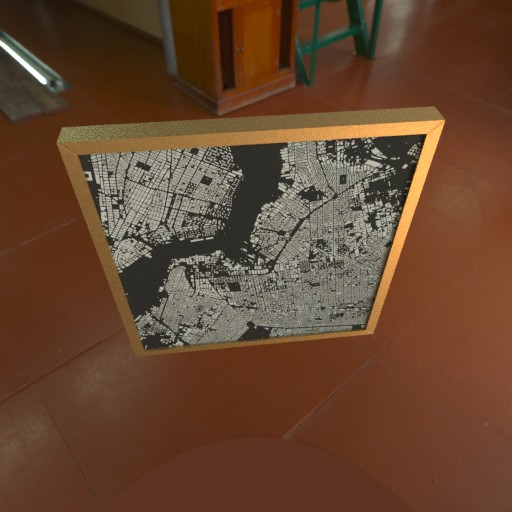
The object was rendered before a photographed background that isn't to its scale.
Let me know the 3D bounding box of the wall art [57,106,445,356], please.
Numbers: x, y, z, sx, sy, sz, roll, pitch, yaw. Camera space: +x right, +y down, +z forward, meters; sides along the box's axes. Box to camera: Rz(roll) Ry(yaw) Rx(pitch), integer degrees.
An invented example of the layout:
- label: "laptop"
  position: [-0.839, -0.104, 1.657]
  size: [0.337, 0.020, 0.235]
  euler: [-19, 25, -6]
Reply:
- label: "wall art"
  position: [0.000, 0.000, 1.952]
  size: [1.284, 1.284, 0.095]
  euler: [-5, 46, -4]
